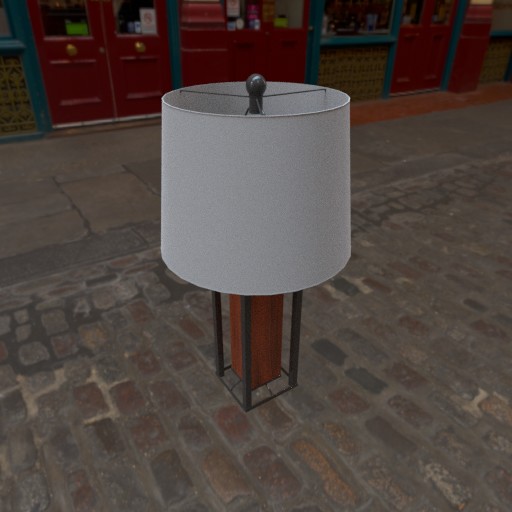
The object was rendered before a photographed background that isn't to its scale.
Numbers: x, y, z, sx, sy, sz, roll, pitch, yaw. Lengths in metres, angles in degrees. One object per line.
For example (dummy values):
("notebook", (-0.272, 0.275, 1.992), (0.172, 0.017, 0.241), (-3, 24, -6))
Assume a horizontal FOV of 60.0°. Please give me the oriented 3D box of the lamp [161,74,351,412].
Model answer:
("lamp", (0.000, 0.000, 0.771), (0.320, 0.591, 0.320), (0, 30, 0))
